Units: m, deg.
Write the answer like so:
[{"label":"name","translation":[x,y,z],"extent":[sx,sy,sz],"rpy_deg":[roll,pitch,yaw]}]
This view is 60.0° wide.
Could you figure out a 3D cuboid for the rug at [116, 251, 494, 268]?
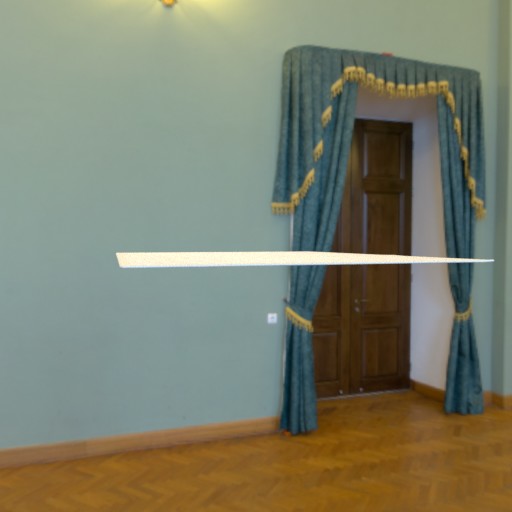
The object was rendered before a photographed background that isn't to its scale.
[{"label":"rug","translation":[0.000,0.000,4.050],"extent":[2.423,0.019,3.009],"rpy_deg":[-1,2,-18]}]
